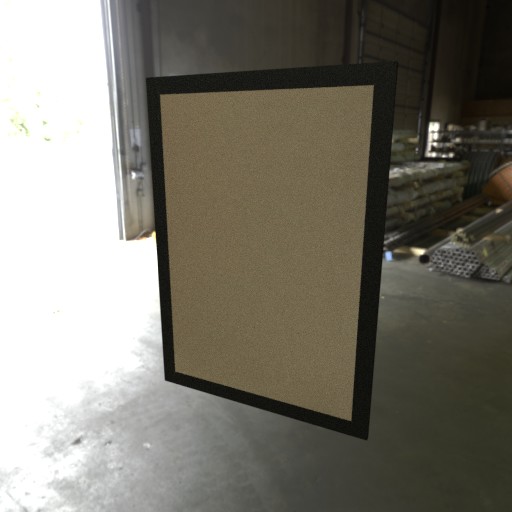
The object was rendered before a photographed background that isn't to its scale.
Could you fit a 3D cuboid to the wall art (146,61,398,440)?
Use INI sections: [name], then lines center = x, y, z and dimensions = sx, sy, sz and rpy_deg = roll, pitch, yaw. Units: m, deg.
[wall art]
center = 0.000, 0.000, 0.682
dimensions = 0.379, 0.530, 0.008
rpy_deg = 8, 17, 25
